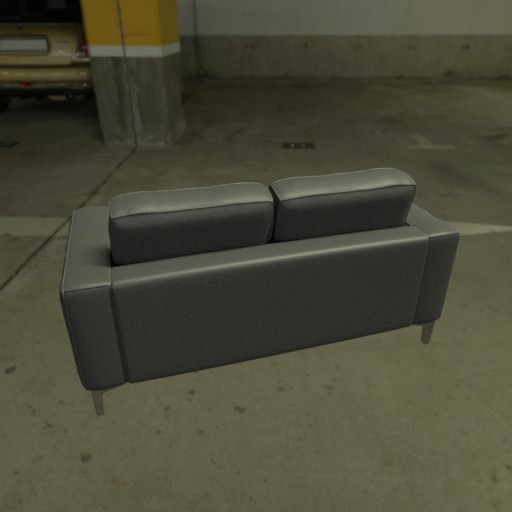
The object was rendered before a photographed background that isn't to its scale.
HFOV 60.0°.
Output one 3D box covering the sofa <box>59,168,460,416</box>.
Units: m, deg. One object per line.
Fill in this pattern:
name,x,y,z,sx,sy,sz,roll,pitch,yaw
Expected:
sofa,0.000,0.000,2.201,1.726,0.892,0.833,-8,29,-15
